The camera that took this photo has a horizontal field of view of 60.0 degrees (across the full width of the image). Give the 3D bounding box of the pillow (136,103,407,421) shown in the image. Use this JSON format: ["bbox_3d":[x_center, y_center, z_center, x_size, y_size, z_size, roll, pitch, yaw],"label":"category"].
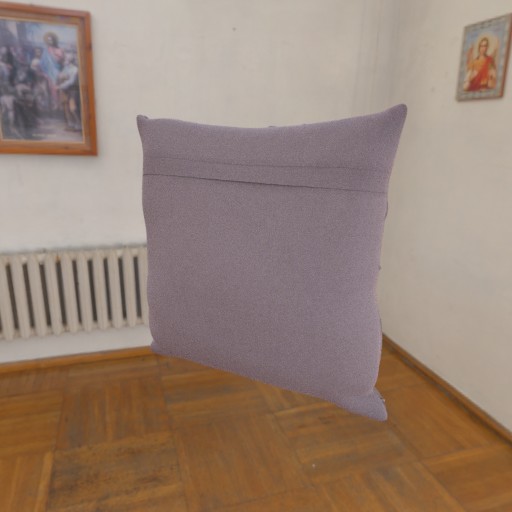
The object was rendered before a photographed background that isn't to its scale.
[{"bbox_3d":[0.000,0.000,0.691,0.439,0.440,0.185,8,18,26],"label":"pillow"}]
